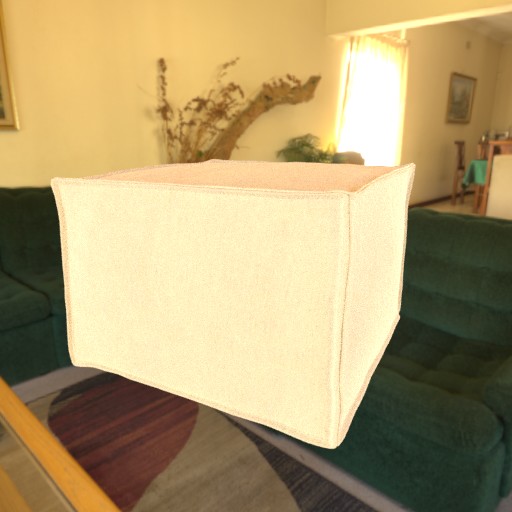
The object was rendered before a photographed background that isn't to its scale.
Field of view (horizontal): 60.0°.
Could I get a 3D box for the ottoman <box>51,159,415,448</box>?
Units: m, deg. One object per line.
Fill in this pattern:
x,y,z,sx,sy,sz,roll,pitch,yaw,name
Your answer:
0.000,0.000,1.144,0.696,0.470,0.707,8,17,26,ottoman
